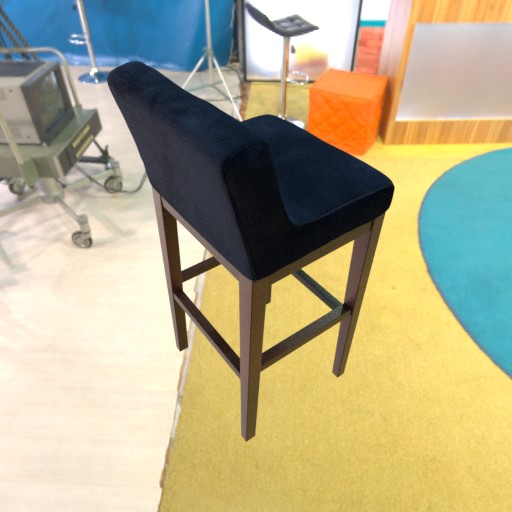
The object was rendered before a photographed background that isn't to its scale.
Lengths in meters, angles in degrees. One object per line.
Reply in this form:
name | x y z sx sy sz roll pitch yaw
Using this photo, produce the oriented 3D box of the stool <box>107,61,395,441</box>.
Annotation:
stool | 0.000 0.000 1.287 0.500 1.037 0.511 -26 47 -26
